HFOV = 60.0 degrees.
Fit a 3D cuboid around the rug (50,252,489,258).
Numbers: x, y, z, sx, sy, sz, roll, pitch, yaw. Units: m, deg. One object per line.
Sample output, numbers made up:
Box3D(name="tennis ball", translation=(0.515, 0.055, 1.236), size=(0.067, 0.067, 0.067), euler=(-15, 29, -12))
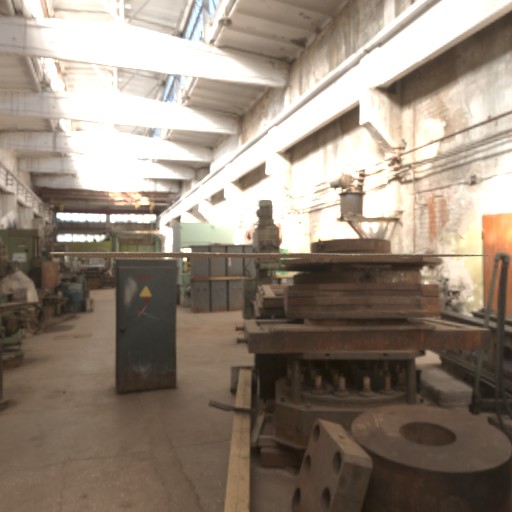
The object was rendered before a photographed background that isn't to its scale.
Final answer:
Box3D(name="rug", translation=(0.000, 0.000, 2.761), size=(2.133, 0.013, 1.522), euler=(0, -1, -16))
